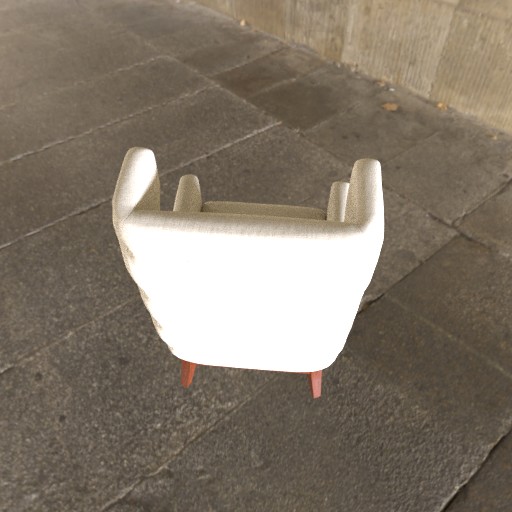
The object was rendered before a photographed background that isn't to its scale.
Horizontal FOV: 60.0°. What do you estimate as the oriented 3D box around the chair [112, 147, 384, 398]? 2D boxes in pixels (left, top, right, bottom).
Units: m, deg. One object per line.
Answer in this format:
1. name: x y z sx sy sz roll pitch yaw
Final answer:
1. chair: 0.000 0.000 1.704 0.778 1.079 0.899 4 46 4
